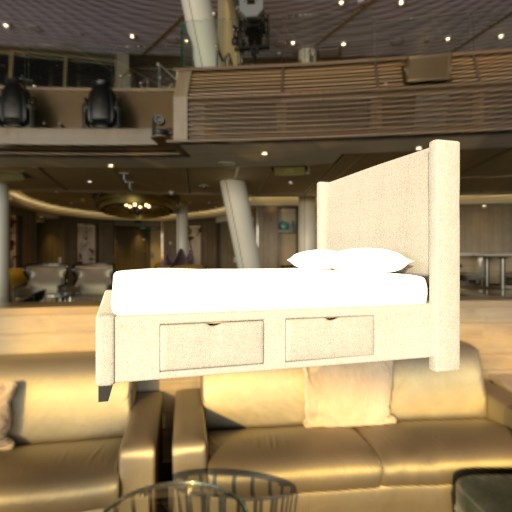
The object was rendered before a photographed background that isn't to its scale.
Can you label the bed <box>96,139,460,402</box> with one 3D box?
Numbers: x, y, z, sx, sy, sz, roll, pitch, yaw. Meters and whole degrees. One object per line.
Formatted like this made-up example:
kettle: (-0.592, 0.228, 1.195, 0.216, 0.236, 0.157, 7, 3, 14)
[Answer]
bed: (0.000, 0.000, 3.374, 2.222, 1.491, 1.774, 0, 0, -17)
